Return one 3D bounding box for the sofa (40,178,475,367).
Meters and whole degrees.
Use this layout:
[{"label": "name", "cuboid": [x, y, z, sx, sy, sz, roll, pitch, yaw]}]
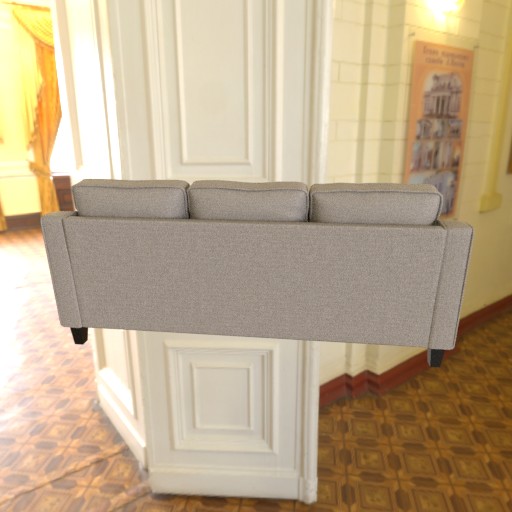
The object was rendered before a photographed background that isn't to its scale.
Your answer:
[{"label": "sofa", "cuboid": [0.000, 0.000, 2.649, 2.129, 0.950, 0.899, 2, 16, 7]}]
